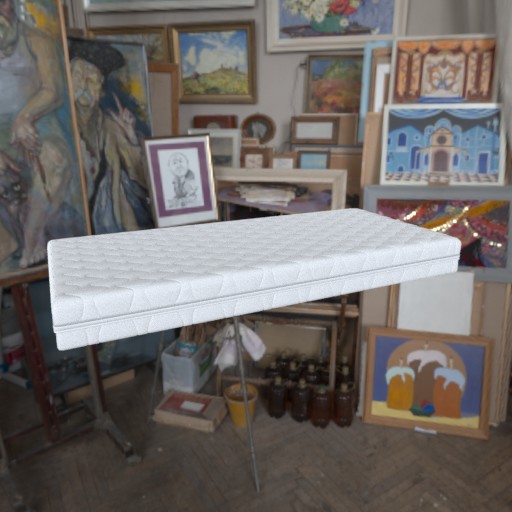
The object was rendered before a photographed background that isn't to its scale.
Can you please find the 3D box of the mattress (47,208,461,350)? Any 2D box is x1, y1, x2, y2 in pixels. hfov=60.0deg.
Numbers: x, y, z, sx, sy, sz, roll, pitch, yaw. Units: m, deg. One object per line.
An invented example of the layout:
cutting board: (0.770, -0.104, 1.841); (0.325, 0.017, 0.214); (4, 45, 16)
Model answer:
mattress: (0.000, 0.000, 2.354); (2.000, 0.200, 0.900); (-8, 20, -24)
